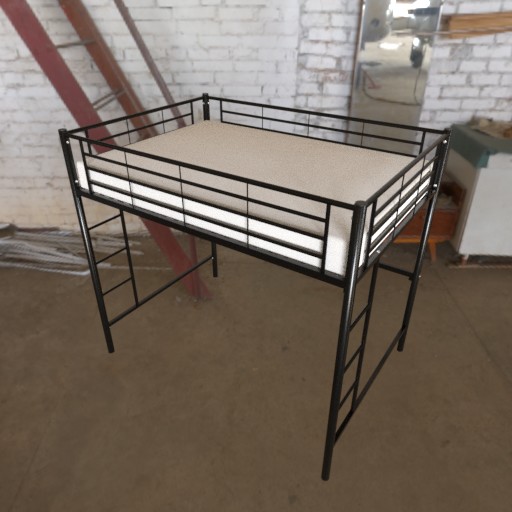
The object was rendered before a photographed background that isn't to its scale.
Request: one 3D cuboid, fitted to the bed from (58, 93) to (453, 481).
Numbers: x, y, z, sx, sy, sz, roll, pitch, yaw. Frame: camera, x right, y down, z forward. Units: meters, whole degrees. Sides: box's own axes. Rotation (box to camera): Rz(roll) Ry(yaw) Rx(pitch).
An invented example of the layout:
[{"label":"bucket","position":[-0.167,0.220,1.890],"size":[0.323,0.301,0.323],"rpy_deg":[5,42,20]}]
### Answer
[{"label":"bed","position":[0.000,0.000,3.164],"size":[1.994,1.803,1.397],"rpy_deg":[19,36,29]}]
